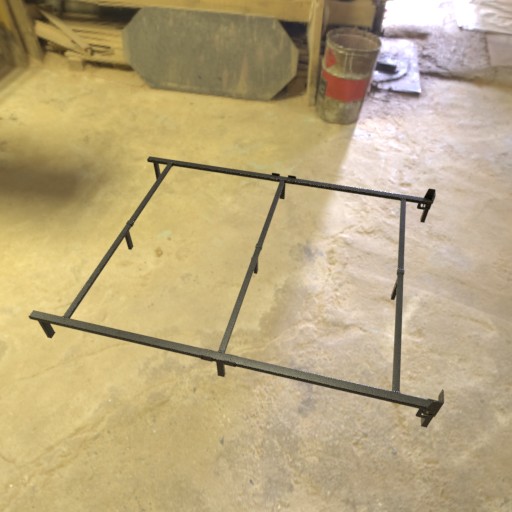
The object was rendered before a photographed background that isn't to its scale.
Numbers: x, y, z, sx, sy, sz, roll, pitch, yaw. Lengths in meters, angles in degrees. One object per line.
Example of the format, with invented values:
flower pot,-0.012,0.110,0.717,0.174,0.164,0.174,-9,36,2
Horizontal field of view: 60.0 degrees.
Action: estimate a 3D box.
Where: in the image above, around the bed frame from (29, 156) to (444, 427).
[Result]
bed frame,0.000,0.000,2.597,1.990,0.248,1.498,10,47,10
